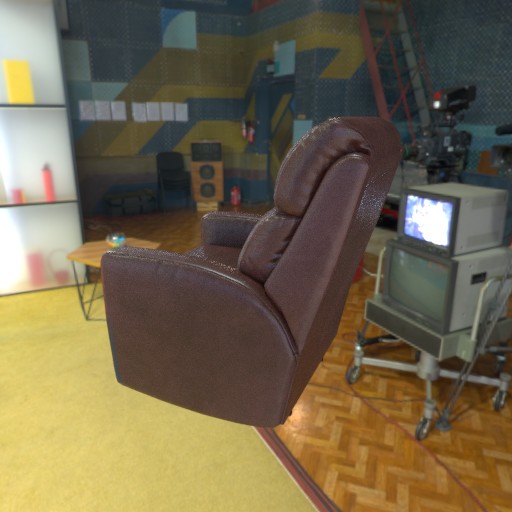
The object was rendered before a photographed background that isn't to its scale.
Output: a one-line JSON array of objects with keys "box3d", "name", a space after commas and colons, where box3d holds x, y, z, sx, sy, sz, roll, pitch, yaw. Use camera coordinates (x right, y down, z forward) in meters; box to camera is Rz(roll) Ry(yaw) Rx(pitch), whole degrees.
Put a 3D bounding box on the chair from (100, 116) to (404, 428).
[{"box3d": [0.000, 0.000, 1.696, 0.939, 1.016, 0.787, 8, 19, 23], "name": "chair"}]
